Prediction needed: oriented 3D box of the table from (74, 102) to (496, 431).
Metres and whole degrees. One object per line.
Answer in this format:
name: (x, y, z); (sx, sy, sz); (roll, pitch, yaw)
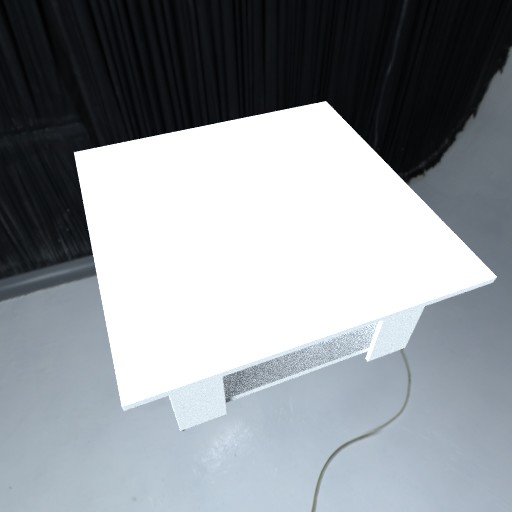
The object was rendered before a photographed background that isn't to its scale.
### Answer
table: (0.000, 0.000, 1.041); (0.670, 0.305, 0.670); (-16, 50, -14)
